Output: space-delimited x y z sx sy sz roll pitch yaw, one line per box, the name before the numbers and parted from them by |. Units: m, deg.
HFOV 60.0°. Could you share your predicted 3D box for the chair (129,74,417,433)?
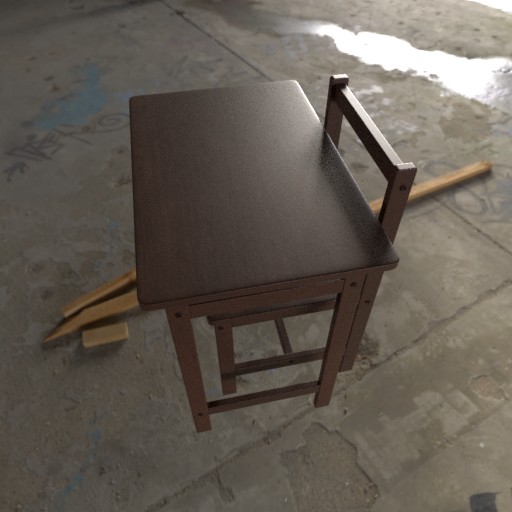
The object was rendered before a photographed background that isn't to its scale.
chair | 0.000 0.000 1.039 0.463 0.673 0.599 -9 48 -8
